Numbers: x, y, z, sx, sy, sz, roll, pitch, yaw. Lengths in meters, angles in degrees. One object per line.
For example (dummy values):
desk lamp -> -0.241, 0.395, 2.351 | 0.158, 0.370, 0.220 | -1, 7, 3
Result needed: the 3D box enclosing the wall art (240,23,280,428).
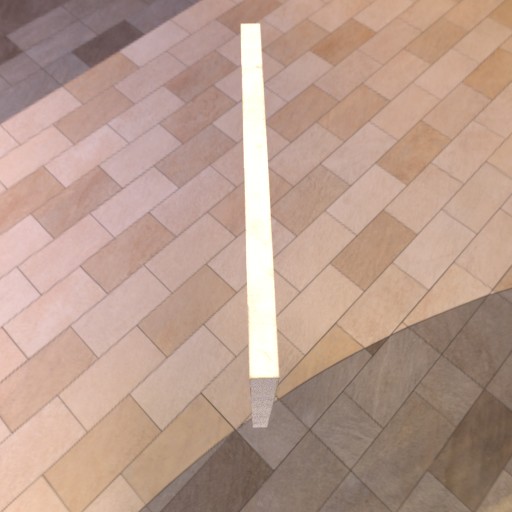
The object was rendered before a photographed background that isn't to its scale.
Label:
wall art -> 0.000, 0.000, 0.761 | 0.029, 0.506, 0.508 | -2, 64, -1
